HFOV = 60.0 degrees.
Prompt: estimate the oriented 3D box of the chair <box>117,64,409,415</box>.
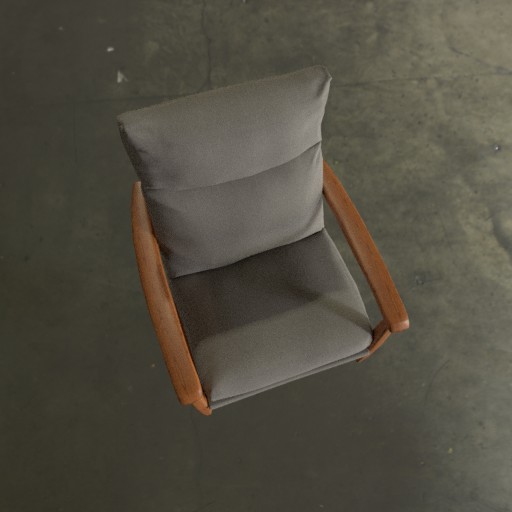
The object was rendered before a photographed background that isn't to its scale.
[{"bbox_3d":[0.000,0.000,1.523,0.782,0.922,0.816,-17,64,-8],"label":"chair"}]
